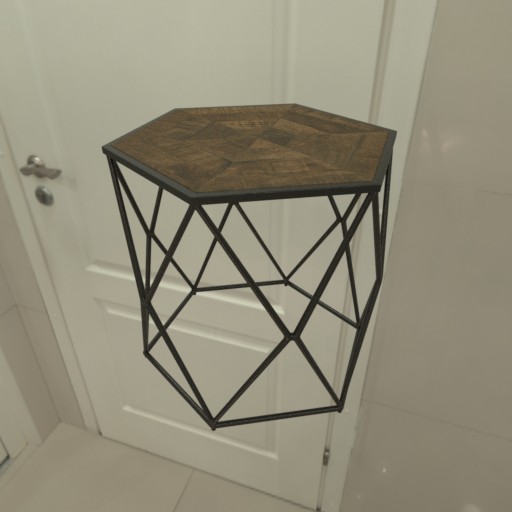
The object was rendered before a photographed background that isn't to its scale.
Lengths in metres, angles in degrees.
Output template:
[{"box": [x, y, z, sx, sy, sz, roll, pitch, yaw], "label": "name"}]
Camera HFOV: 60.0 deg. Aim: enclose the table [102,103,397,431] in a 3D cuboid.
[{"box": [0.000, 0.000, 1.039, 0.579, 0.564, 0.578, 11, 35, 16], "label": "table"}]
